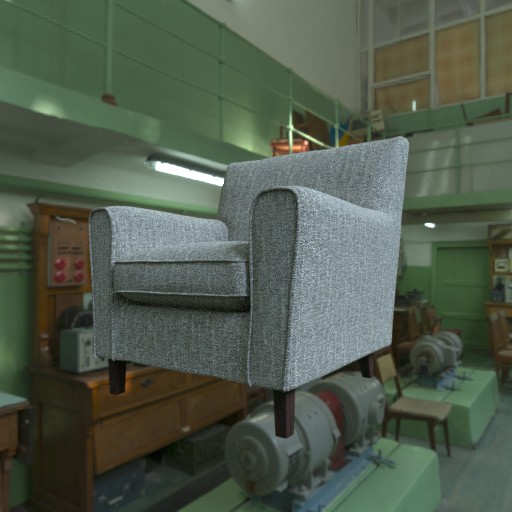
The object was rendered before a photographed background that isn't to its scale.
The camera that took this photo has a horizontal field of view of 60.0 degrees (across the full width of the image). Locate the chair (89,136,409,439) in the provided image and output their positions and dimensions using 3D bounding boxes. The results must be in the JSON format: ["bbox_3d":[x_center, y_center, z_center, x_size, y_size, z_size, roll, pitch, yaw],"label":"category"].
[{"bbox_3d":[0.000,0.000,1.604,0.864,0.928,0.873,-1,-1,34],"label":"chair"}]
